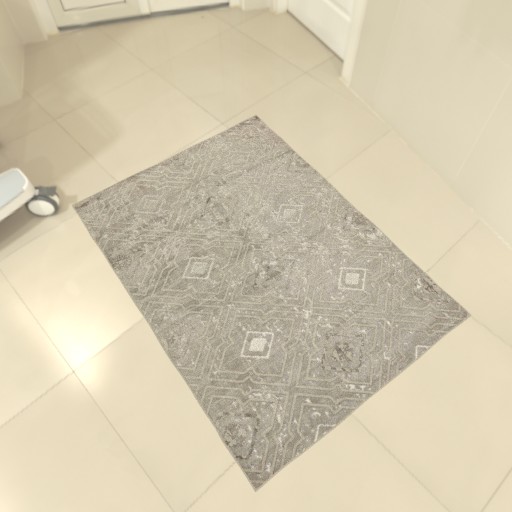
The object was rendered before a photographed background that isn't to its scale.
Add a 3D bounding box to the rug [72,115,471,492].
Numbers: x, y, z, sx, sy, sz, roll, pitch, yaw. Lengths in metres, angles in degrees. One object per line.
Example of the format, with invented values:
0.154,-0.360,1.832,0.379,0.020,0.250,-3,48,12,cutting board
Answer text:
0.000,0.000,4.391,2.448,0.020,3.359,-32,63,-18,rug
